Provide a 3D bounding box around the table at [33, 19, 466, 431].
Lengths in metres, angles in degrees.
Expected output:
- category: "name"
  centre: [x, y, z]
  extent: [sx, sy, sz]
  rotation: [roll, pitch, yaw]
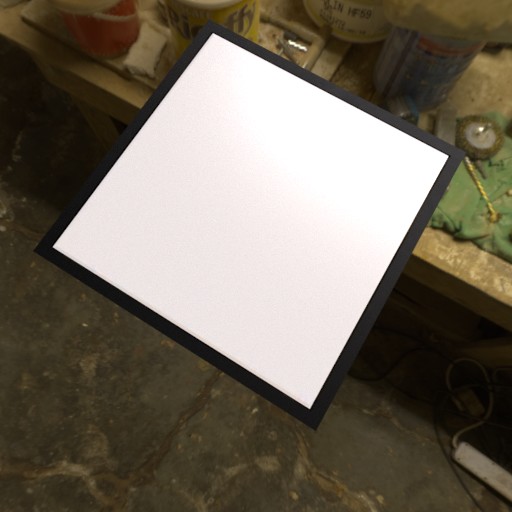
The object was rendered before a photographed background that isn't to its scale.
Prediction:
- category: "table"
  centre: [0.000, 0.000, 0.792]
  extent: [0.378, 0.540, 0.378]
  rotation: [31, 78, 7]
